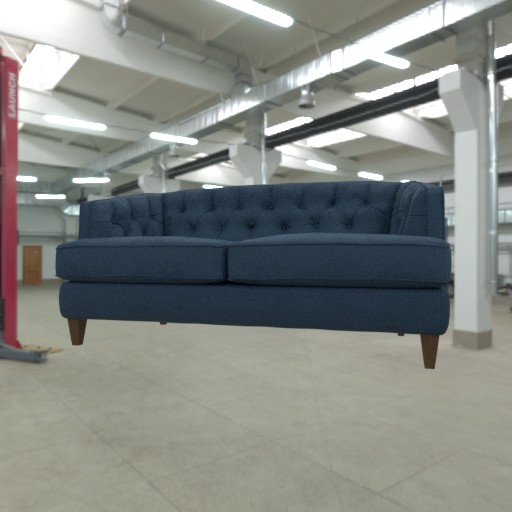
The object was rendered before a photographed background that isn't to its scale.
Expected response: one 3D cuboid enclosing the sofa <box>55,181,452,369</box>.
[{"bbox_3d":[0.000,0.000,2.246,1.733,0.854,0.941,0,0,16],"label":"sofa"}]
